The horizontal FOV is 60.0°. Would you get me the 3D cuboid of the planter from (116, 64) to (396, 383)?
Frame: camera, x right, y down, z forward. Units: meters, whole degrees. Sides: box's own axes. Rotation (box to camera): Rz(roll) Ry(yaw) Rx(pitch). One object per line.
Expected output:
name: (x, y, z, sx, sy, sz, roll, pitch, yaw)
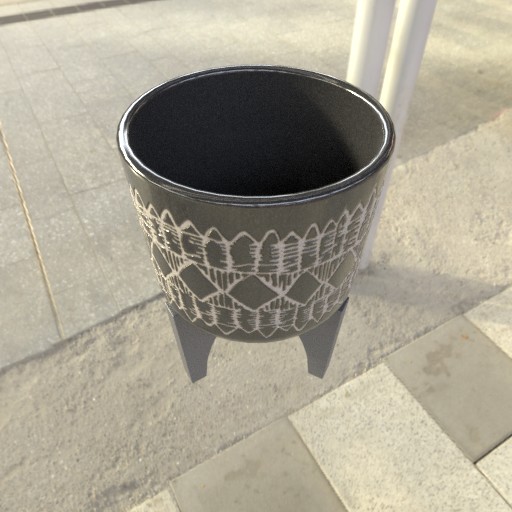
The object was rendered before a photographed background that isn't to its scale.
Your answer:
planter: (0.000, 0.000, 0.528, 0.251, 0.355, 0.251, -24, 50, -22)
